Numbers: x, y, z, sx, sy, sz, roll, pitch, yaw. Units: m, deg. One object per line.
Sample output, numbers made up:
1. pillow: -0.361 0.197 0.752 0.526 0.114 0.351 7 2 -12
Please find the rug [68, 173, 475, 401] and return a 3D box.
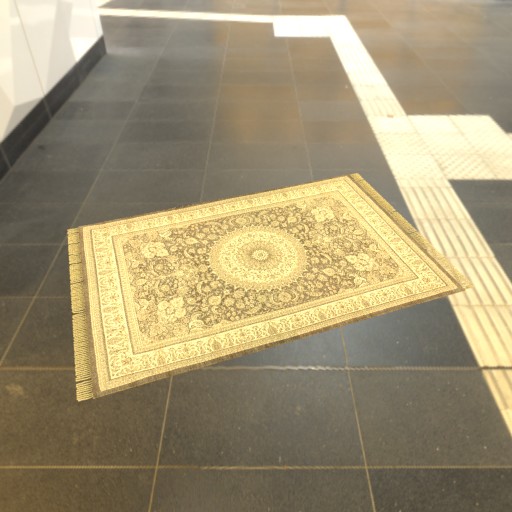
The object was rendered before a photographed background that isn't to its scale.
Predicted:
1. rug: 0.000 0.000 4.301 3.422 0.015 2.143 -13 43 -15
